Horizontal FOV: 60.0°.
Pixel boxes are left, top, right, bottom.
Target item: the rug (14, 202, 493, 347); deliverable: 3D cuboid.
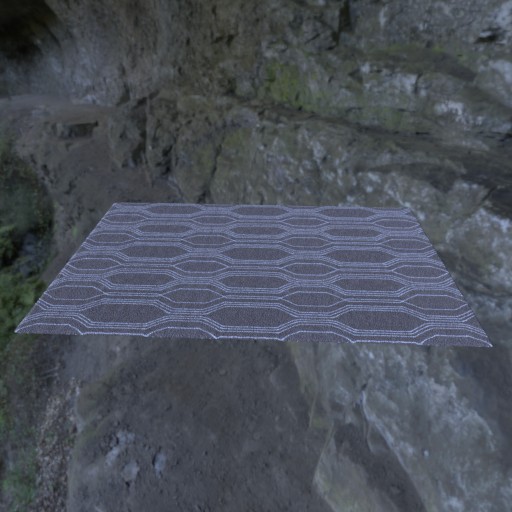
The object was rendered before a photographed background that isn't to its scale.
[{"bbox_3d":[0.000,0.000,2.223,1.836,0.012,1.239,1,31,2],"label":"rug"}]
